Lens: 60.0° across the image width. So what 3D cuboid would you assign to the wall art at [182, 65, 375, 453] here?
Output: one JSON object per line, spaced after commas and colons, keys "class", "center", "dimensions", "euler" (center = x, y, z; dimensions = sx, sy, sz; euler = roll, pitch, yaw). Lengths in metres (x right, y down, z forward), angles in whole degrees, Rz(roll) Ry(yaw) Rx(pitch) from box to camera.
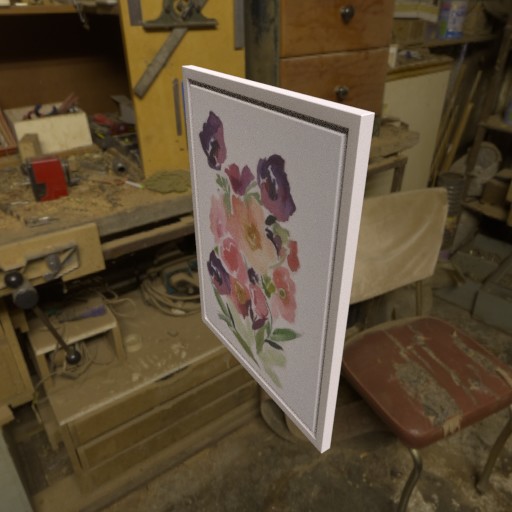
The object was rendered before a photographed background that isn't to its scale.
{"class": "wall art", "center": [0.000, 0.000, 1.438], "dimensions": [0.042, 1.056, 0.805], "euler": [-19, 36, -29]}
